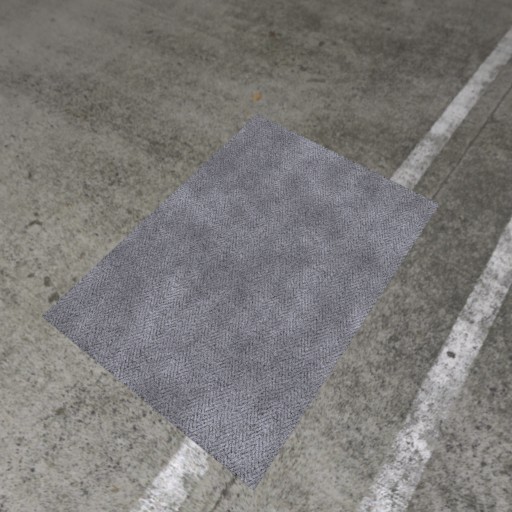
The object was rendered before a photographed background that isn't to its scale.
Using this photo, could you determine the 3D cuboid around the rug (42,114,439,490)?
[{"bbox_3d":[0.000,0.000,2.926,1.600,0.008,2.235,32,63,18],"label":"rug"}]
